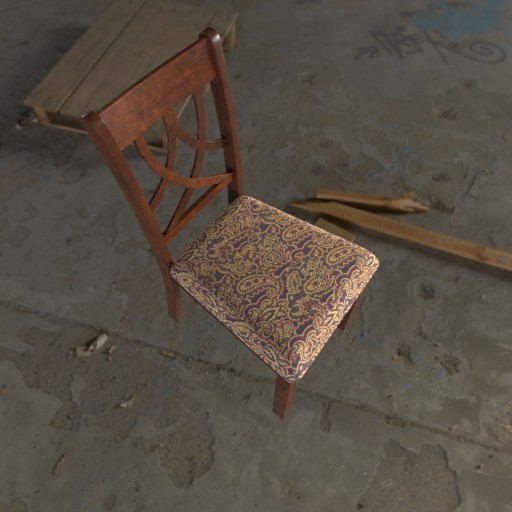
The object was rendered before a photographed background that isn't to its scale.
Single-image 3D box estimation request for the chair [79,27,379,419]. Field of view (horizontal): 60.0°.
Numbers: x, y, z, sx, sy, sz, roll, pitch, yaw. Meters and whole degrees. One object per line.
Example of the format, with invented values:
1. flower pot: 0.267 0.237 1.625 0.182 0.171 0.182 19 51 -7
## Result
1. chair: 0.000 0.000 1.259 0.584 0.965 0.457 32 63 19
